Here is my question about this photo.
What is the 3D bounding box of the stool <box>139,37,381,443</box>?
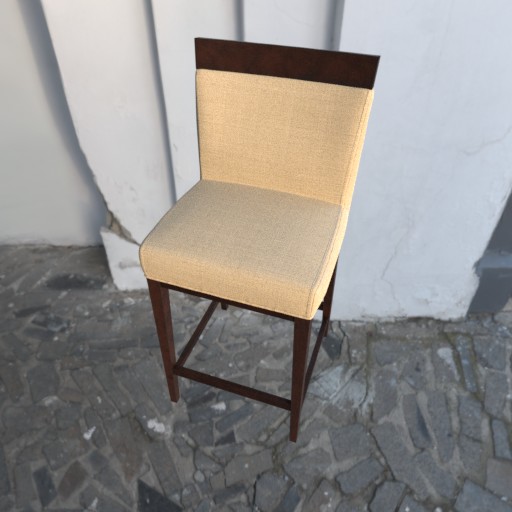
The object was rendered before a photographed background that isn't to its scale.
[{"bbox_3d":[0.000,0.000,1.381,0.511,1.117,0.531,13,42,15],"label":"stool"}]
